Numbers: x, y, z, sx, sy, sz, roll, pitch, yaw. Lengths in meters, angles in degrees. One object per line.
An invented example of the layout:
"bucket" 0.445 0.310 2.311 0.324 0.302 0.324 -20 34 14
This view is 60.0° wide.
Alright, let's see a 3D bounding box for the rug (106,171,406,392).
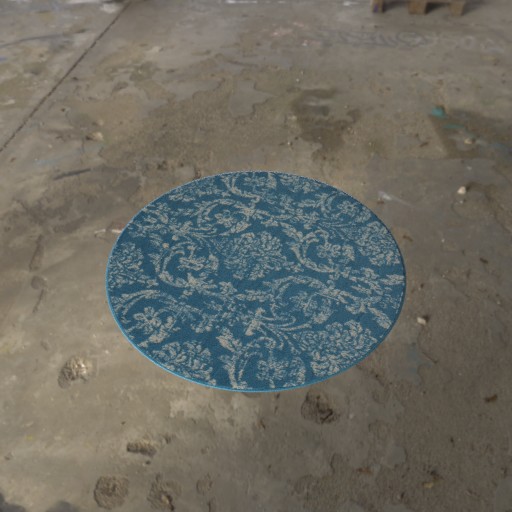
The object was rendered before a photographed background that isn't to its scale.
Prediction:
"rug" 0.000 0.000 2.411 1.593 0.012 1.593 0 46 0
